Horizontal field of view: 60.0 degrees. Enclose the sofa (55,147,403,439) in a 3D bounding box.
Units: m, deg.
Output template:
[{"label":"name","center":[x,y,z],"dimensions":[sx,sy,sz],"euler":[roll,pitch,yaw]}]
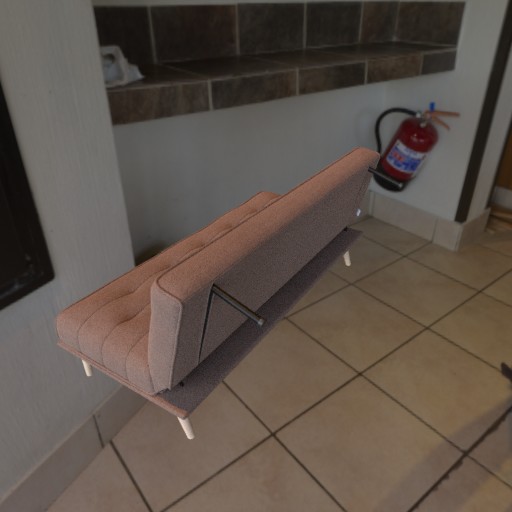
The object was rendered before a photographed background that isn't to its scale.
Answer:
[{"label":"sofa","center":[0.000,0.000,2.367],"dimensions":[1.038,0.810,1.820],"euler":[19,35,28]}]
